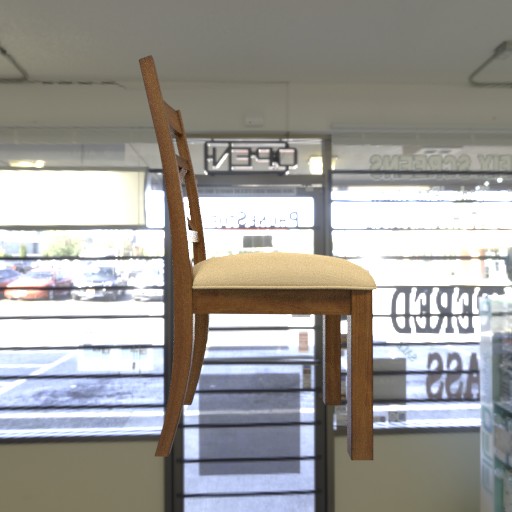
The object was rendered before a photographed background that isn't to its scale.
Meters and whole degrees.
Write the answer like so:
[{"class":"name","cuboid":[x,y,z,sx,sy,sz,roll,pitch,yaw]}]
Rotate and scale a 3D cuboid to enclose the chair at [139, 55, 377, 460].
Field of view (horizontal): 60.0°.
[{"class":"chair","cuboid":[0.000,0.000,1.249,0.581,0.949,0.461,0,-1,0]}]
